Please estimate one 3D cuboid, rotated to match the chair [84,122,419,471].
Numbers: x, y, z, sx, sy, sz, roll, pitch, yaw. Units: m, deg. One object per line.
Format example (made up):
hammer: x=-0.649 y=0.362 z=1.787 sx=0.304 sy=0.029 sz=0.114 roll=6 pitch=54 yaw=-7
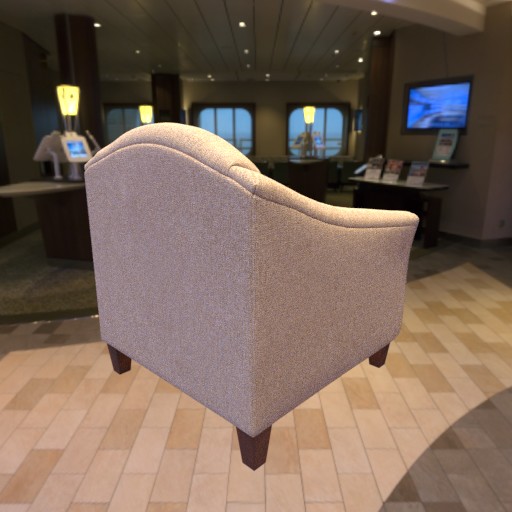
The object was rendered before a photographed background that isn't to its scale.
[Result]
chair: x=0.000 y=0.000 z=1.473 sx=0.763 sy=0.839 sz=0.787 roll=15 pitch=21 yaw=42
